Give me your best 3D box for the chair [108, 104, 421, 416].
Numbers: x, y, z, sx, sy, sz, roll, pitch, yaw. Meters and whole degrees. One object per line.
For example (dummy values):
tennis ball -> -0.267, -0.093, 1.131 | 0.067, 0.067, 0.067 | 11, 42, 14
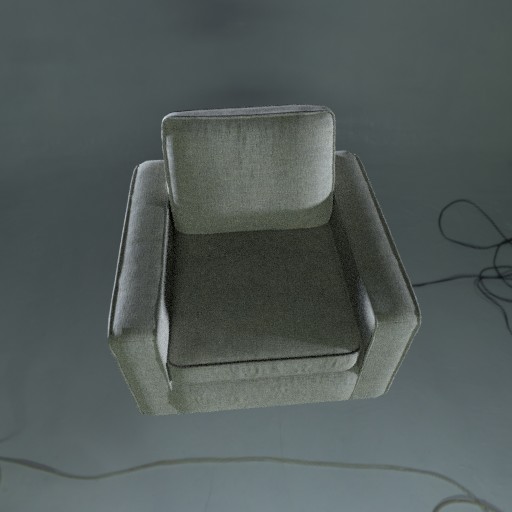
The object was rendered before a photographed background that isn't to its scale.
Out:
chair -> 0.000, 0.000, 1.776 | 1.016, 0.914, 0.940 | -4, 48, -3
